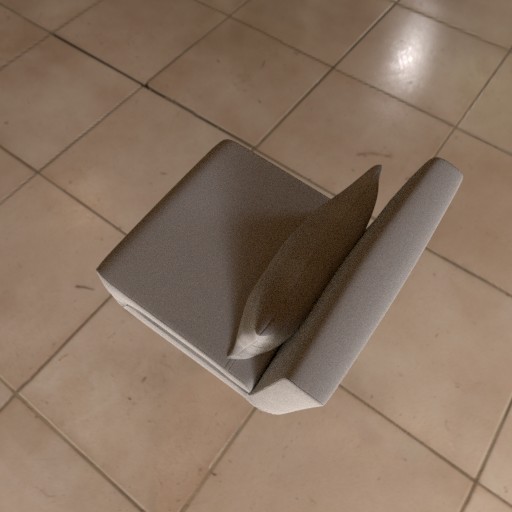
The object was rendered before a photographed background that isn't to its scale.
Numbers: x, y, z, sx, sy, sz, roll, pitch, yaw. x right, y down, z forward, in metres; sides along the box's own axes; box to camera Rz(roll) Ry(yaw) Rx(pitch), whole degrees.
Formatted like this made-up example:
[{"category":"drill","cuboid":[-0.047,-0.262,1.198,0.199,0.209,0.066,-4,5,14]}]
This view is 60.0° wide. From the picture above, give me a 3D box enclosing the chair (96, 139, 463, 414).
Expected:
[{"category":"chair","cuboid":[0.000,0.000,1.532,0.902,0.808,0.770,32,67,16]}]
